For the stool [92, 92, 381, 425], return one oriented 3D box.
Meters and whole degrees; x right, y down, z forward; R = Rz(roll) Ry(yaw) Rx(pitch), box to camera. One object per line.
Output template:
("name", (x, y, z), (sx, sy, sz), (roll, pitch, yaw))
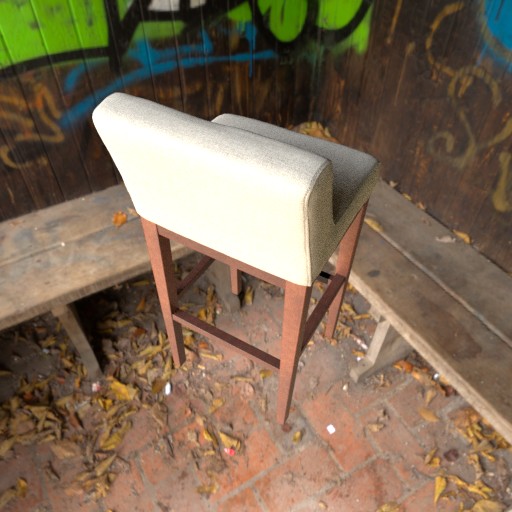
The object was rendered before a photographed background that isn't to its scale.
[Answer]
("stool", (0.000, 0.000, 1.312), (0.511, 1.037, 0.500), (23, 50, 21))
